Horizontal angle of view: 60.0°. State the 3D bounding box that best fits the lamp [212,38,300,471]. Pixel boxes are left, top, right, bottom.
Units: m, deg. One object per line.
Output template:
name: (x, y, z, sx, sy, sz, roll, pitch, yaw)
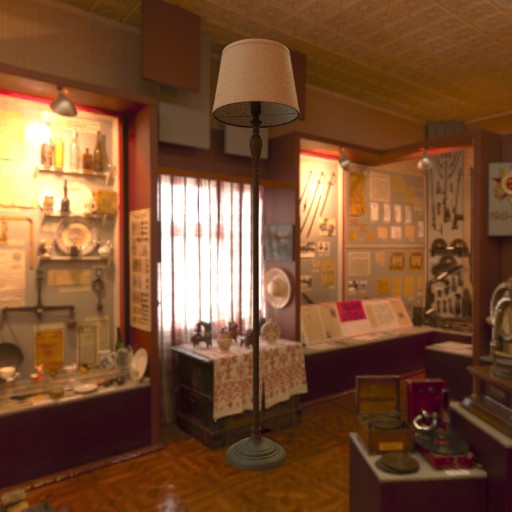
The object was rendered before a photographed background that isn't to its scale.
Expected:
lamp: (0.000, 0.000, 1.665, 0.327, 1.506, 0.327, 0, 0, -36)
